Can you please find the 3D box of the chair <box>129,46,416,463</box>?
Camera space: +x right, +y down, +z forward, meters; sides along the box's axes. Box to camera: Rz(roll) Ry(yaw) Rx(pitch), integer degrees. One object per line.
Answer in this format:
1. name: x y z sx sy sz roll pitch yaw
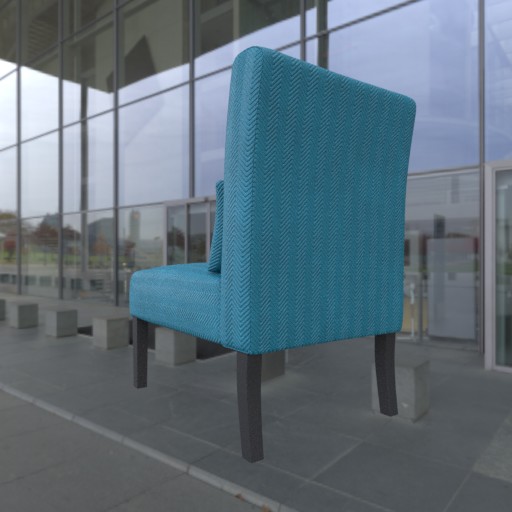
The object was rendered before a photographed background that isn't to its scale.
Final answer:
1. chair: 0.000 0.000 1.423 0.579 0.927 0.808 0 0 -36
